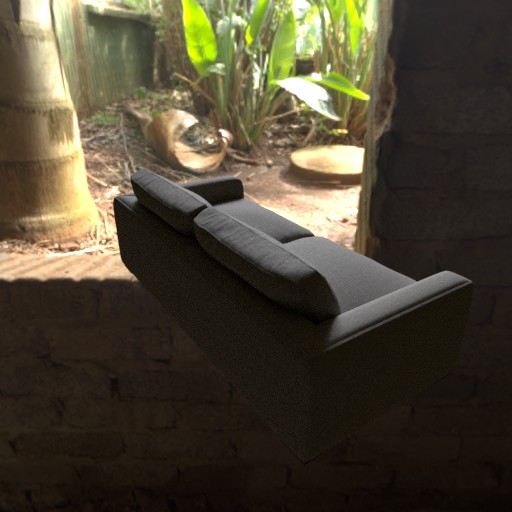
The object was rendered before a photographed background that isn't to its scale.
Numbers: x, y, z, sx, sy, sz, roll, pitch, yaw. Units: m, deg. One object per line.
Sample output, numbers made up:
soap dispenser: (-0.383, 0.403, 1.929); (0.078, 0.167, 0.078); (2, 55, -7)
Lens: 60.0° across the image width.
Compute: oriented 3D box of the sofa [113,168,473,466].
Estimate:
sofa: (0.000, 0.000, 2.746); (1.070, 0.801, 2.262); (-17, 31, -30)
